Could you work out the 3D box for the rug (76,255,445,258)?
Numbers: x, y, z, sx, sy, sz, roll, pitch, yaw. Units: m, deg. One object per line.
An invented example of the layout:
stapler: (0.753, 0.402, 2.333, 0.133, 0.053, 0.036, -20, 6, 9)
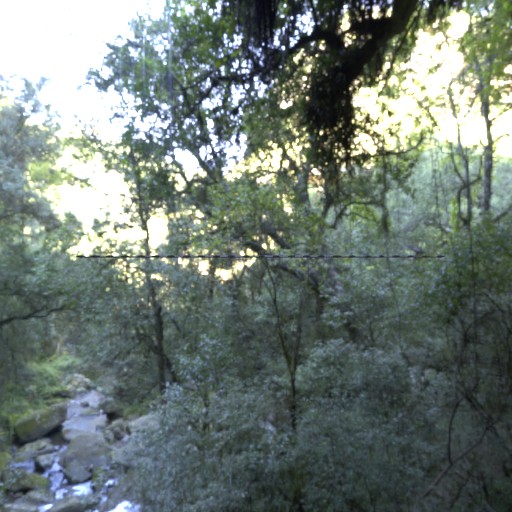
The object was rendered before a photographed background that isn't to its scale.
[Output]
rug: (0.000, 0.000, 3.935, 2.030, 0.017, 3.040, 0, 0, -1)
